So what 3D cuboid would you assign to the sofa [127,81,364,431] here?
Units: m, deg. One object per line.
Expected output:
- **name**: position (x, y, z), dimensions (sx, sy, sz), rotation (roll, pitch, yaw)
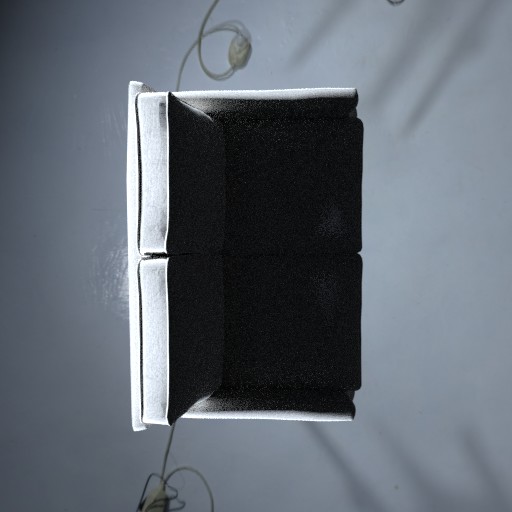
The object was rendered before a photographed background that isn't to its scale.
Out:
- **sofa**: position (0.000, 0.000, 2.234), dimensions (1.084, 1.003, 1.597), rotation (0, 92, 1)
